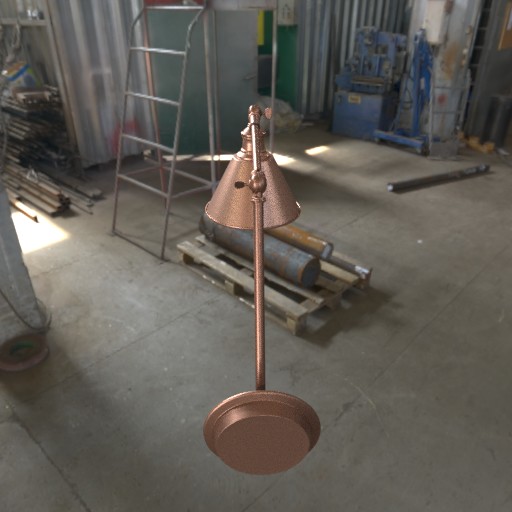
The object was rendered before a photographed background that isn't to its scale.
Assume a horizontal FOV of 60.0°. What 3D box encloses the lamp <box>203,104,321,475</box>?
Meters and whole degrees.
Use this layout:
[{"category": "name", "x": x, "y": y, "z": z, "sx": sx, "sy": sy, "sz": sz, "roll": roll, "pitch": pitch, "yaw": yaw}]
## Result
[{"category": "lamp", "x": 0.000, "y": 0.000, "z": 0.875, "sx": 0.223, "sy": 0.502, "sz": 0.624, "roll": -1, "pitch": 29, "yaw": -2}]
